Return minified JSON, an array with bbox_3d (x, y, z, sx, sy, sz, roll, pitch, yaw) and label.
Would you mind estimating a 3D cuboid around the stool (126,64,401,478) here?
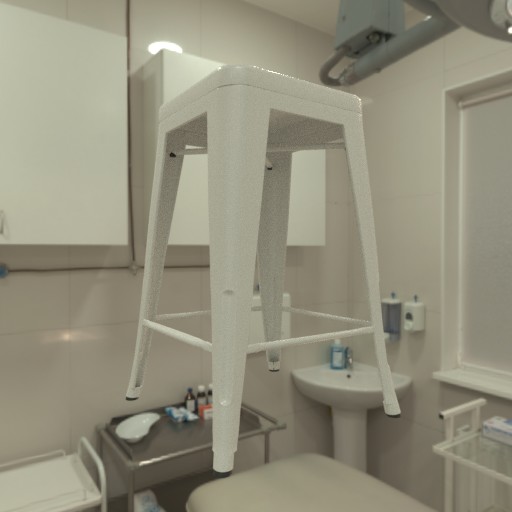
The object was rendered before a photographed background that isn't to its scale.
[{"bbox_3d":[0.000,0.000,0.890,0.406,0.610,0.406,-1,1,-35],"label":"stool"}]
